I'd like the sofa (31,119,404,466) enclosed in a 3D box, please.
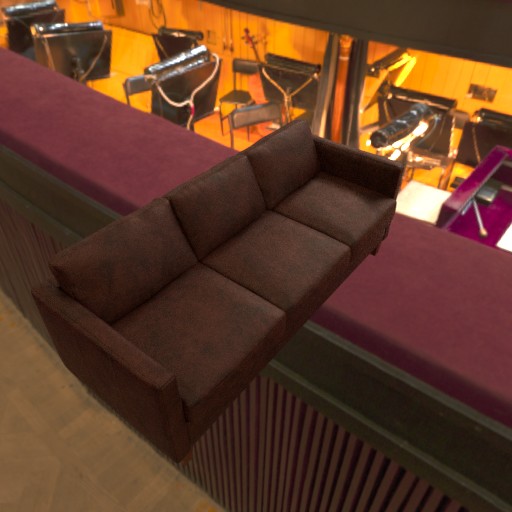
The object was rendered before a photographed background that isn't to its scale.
[{"bbox_3d":[0.000,0.000,2.948,1.045,1.006,2.464,27,47,28],"label":"sofa"}]
